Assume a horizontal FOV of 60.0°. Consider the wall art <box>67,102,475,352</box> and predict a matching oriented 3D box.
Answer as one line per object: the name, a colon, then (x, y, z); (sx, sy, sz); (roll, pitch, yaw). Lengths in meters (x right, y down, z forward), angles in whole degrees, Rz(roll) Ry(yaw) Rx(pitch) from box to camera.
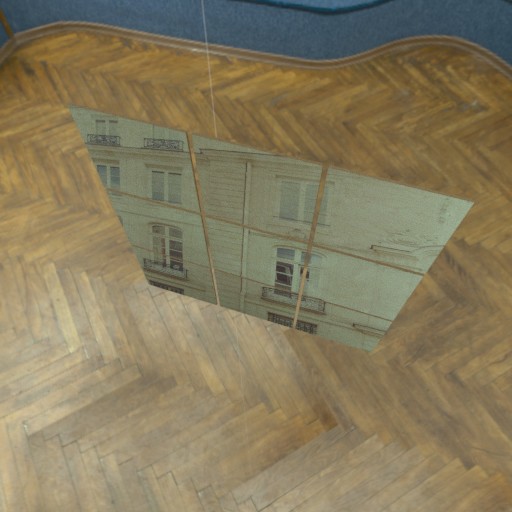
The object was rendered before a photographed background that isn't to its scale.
wall art: (0.000, 0.000, 2.242); (1.526, 1.522, 0.023); (16, 61, 9)
